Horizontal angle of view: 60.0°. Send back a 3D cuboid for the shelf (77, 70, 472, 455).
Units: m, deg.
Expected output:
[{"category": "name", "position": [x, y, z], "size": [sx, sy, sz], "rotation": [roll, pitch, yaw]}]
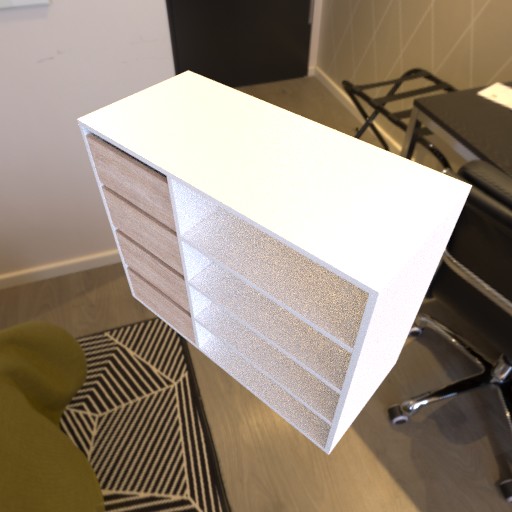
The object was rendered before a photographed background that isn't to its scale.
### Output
[{"category": "shelf", "position": [0.000, 0.000, 1.321], "size": [0.895, 0.732, 0.396], "rotation": [32, 54, 27]}]
